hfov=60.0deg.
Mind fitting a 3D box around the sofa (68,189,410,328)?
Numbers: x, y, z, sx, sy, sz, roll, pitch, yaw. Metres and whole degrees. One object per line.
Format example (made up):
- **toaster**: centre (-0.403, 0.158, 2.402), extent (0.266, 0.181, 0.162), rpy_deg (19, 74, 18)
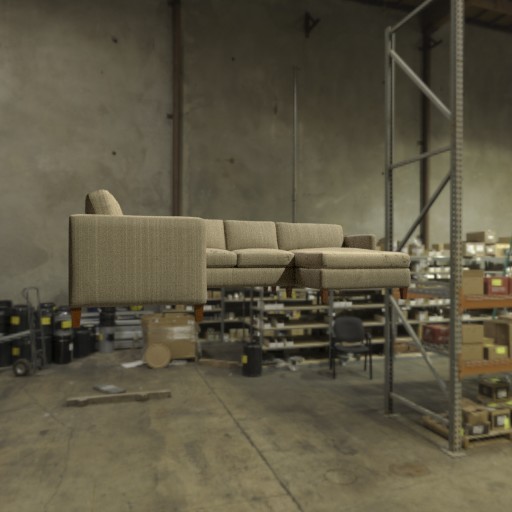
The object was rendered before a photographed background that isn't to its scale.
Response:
- **sofa**: centre (0.000, 0.000, 4.639), extent (3.460, 0.961, 2.594), rpy_deg (0, 0, -19)
